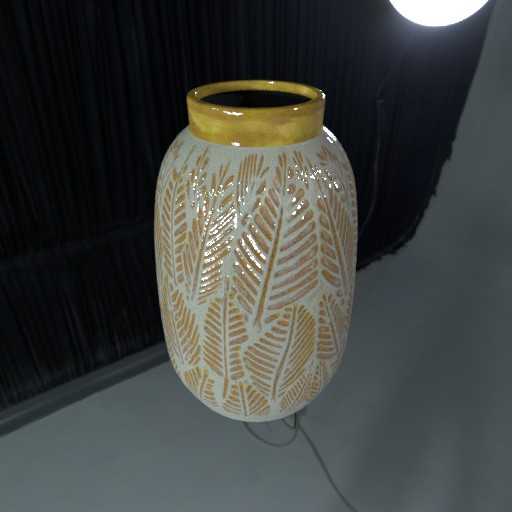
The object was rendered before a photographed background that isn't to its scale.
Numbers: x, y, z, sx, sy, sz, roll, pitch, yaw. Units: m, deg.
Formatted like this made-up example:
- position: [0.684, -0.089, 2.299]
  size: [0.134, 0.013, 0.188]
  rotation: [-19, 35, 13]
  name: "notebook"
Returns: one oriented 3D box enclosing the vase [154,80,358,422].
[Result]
- position: [0.000, 0.000, 0.382]
  size: [0.172, 0.270, 0.172]
  rotation: [0, 32, 0]
  name: "vase"
